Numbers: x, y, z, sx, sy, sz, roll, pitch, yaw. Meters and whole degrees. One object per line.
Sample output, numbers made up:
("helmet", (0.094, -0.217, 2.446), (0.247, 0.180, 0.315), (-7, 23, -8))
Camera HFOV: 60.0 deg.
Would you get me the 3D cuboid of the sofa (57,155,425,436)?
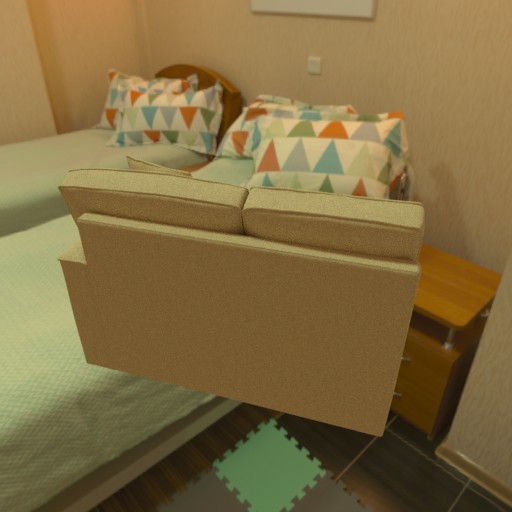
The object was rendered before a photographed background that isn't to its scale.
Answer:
("sofa", (0.000, 0.000, 2.067), (1.388, 0.989, 0.991), (9, 32, 15))
